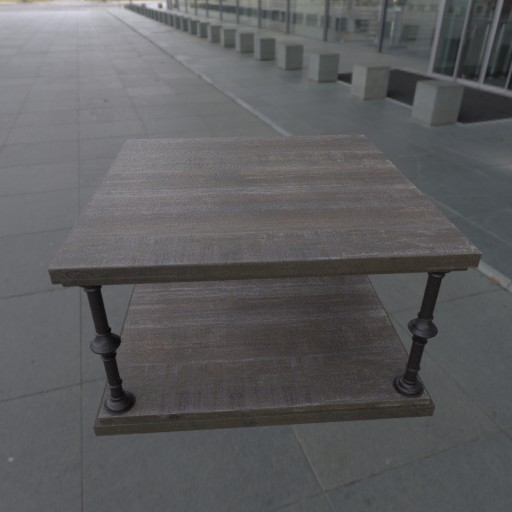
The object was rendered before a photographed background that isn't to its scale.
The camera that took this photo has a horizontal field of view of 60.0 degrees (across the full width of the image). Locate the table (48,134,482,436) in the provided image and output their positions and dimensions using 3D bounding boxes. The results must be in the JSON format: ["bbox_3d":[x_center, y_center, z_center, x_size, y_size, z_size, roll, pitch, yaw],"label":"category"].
[{"bbox_3d":[0.000,0.000,1.108,0.696,0.400,0.696,-2,31,-4],"label":"table"}]
